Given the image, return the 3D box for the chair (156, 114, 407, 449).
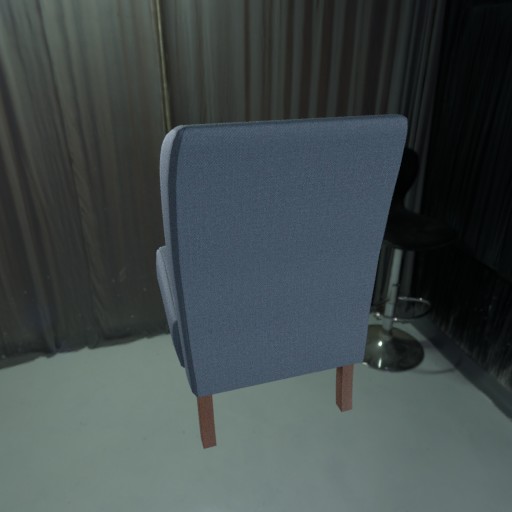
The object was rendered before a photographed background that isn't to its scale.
[{"bbox_3d":[0.000,0.000,1.207,0.513,0.804,0.592,-8,27,-16],"label":"chair"}]
